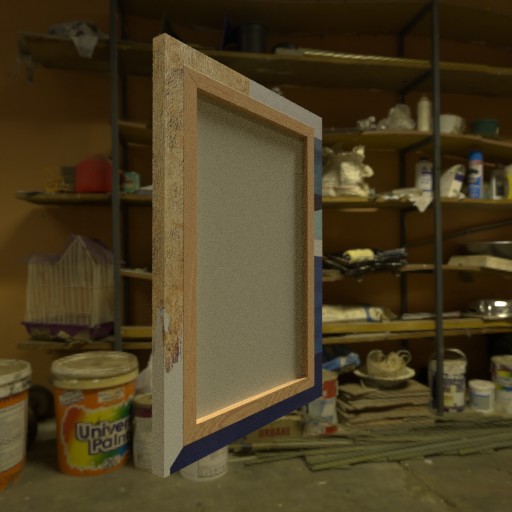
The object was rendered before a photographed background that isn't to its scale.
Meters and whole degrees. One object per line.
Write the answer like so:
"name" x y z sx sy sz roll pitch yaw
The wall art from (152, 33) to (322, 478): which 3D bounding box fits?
"wall art" 0.000 0.000 0.802 0.026 0.613 0.458 0 -1 36
